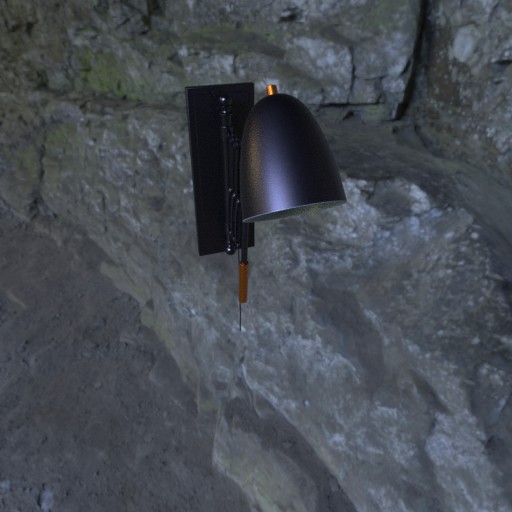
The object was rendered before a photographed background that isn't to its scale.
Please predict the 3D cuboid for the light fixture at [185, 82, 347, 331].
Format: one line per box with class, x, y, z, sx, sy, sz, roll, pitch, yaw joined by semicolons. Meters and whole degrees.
light fixture;0.000;0.000;0.931;0.162;0.715;0.499;-10;34;-16
